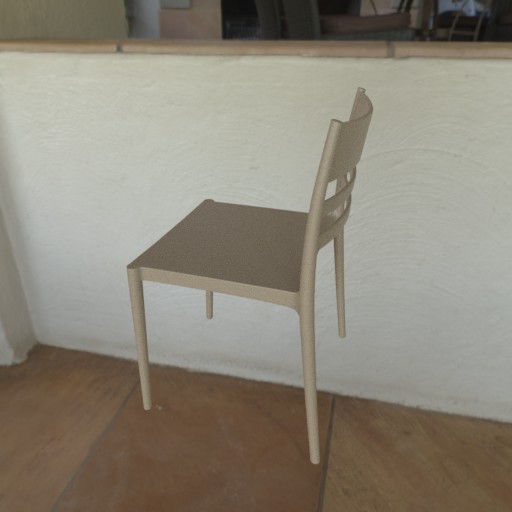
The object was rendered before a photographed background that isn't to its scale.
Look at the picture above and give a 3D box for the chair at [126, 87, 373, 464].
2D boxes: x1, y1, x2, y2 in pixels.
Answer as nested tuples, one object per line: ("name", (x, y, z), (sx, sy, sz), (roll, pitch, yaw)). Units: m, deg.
("chair", (0.000, 0.000, 1.168), (0.511, 0.800, 0.531), (8, 29, 15))
